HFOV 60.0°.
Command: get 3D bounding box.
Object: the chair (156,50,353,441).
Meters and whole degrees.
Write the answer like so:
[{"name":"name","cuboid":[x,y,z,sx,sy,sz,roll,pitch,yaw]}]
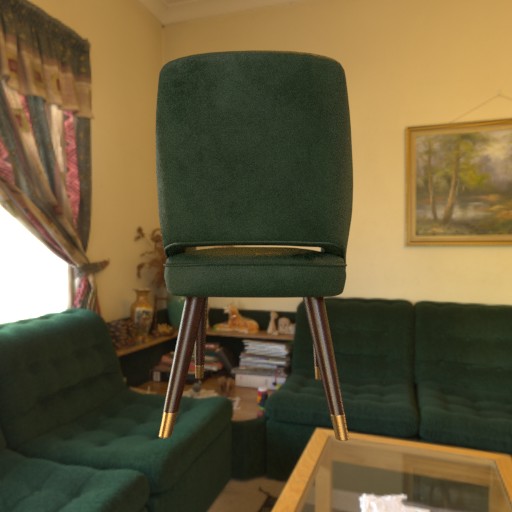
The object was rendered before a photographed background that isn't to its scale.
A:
[{"name":"chair","cuboid":[0.000,0.000,1.543,0.683,1.081,0.794,0,1,2]}]
